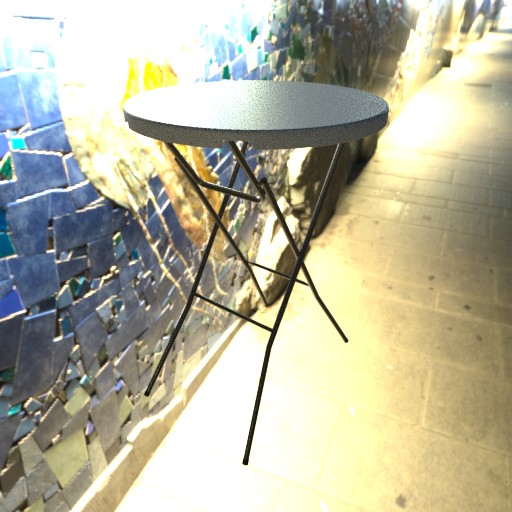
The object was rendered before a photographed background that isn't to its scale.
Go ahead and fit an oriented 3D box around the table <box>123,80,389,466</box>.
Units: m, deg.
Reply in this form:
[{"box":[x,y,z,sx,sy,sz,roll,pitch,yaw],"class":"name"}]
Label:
[{"box":[0.000,0.000,1.630,0.792,1.105,0.795,21,35,32],"class":"table"}]
